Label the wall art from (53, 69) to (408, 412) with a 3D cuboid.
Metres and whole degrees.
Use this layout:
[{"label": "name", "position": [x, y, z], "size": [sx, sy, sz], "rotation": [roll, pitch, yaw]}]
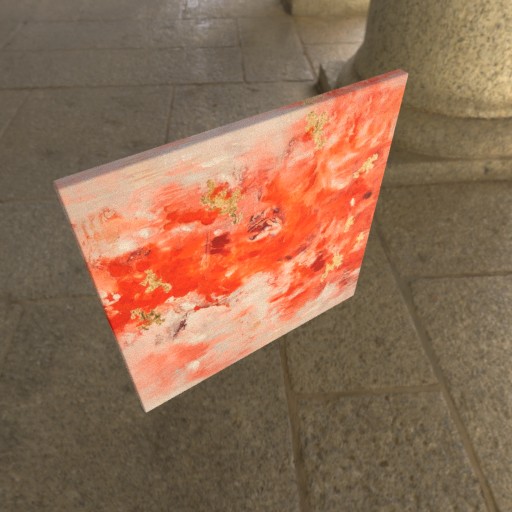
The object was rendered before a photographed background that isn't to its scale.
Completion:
[{"label": "wall art", "position": [0.000, 0.000, 1.277], "size": [0.878, 0.878, 0.066], "rotation": [-25, 51, -23]}]
